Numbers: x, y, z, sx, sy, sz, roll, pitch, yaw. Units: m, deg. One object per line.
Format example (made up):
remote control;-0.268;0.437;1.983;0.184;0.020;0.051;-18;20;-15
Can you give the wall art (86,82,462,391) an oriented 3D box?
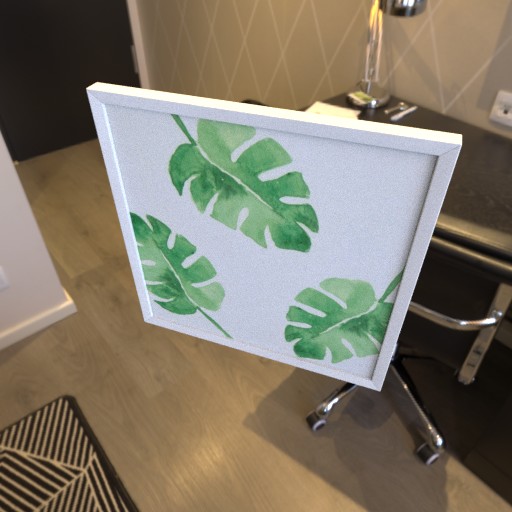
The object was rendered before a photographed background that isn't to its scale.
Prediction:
wall art;0.000;0.000;1.118;0.762;0.762;0.040;13;43;15
